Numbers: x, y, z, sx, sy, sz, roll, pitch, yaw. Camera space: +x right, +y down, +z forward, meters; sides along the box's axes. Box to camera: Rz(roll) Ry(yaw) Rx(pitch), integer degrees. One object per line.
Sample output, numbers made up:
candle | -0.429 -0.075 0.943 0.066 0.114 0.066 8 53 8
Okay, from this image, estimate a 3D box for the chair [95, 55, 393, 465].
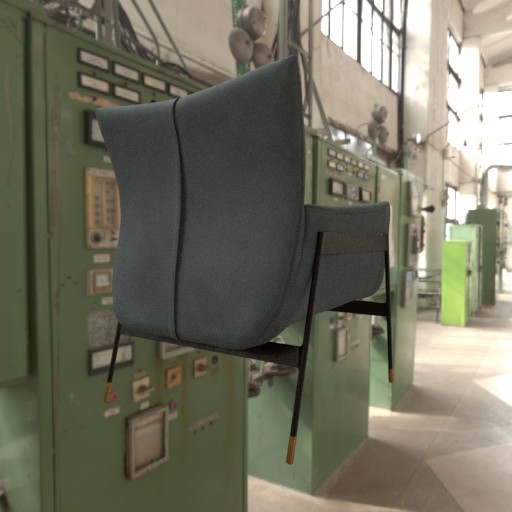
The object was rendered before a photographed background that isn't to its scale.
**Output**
chair | 0.000 0.000 1.375 0.678 0.858 0.709 1 3 35
